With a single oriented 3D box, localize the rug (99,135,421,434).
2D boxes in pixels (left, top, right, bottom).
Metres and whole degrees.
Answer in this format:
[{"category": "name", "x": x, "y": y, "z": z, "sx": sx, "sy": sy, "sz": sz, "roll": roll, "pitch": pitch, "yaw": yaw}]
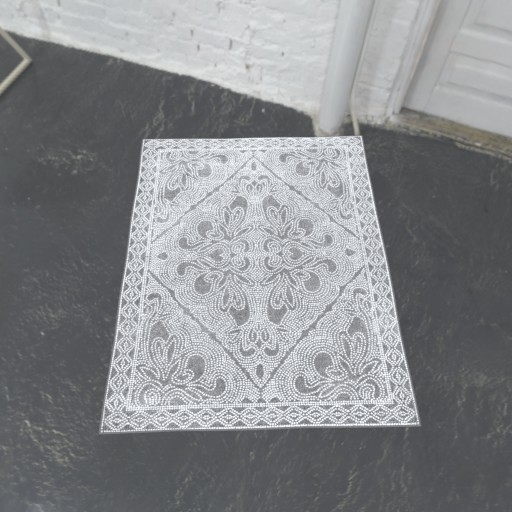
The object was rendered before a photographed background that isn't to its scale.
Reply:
[{"category": "rug", "x": 0.000, "y": 0.000, "z": 4.088, "sx": 2.438, "sy": 0.012, "sz": 3.048, "roll": -1, "pitch": 59, "yaw": 0}]
